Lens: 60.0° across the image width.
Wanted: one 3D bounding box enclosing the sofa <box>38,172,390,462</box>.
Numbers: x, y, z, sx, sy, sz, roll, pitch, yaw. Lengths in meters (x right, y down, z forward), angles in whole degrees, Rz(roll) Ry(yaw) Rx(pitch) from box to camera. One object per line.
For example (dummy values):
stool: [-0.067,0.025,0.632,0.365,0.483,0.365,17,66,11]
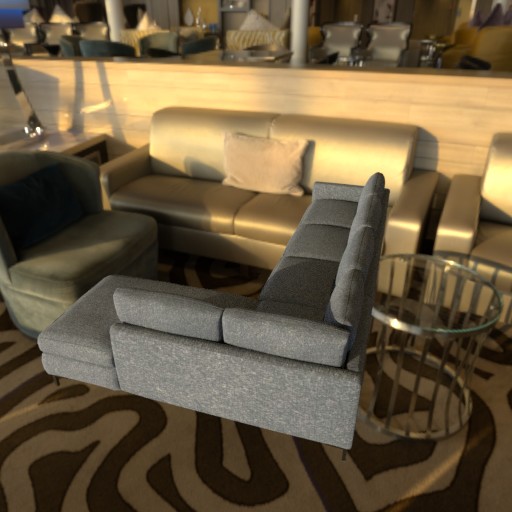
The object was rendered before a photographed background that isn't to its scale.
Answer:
sofa: [0.000,0.000,3.738,2.007,0.815,2.949,9,30,15]
